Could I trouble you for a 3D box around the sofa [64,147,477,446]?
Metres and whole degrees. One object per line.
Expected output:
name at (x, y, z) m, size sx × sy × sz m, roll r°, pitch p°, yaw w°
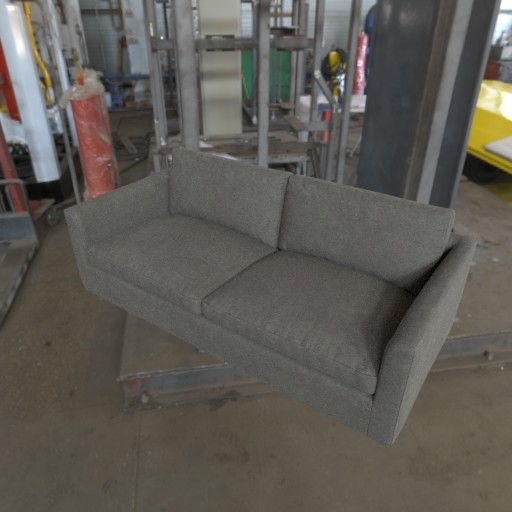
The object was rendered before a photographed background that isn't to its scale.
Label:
sofa at (0.000, 0.000, 2.727) m, size 2.257 × 0.838 × 1.092 m, roll 20°, pitch 35°, yaw 30°
